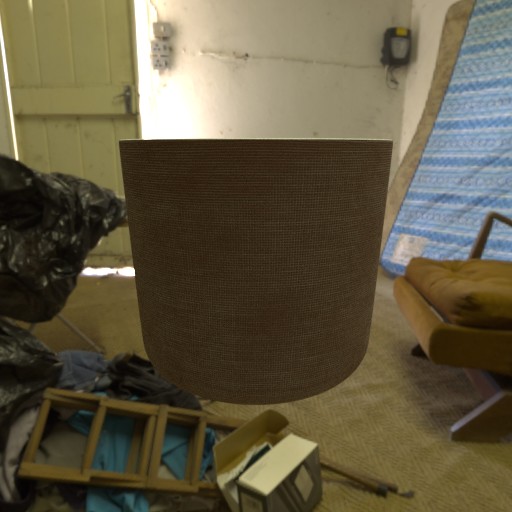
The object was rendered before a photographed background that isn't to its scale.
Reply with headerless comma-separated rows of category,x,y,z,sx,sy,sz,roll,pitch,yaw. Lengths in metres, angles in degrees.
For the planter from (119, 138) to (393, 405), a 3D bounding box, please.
planter,0.000,0.000,0.789,0.440,0.398,0.440,0,14,0
